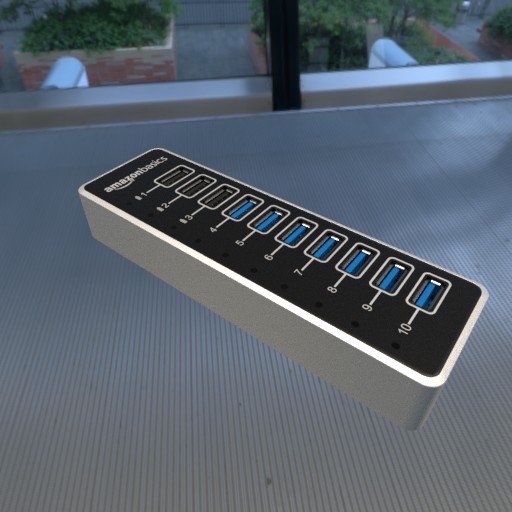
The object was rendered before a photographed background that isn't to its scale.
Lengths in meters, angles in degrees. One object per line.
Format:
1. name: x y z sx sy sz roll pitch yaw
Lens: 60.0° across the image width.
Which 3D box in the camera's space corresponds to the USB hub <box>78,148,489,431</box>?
1. USB hub: 0.000 0.000 0.159 0.145 0.023 0.044 27 49 27
